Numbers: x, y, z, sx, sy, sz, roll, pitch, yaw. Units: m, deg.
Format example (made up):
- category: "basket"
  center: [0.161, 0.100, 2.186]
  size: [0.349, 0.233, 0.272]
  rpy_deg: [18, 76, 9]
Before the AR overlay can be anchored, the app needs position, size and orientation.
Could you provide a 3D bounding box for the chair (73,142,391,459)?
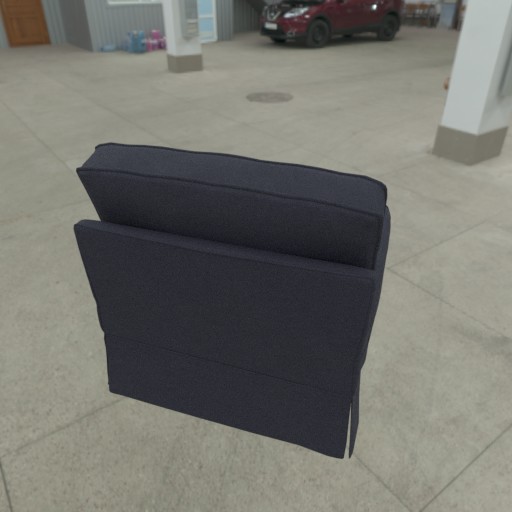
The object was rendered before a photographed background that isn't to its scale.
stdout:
- category: "chair"
  center: [0.000, 0.000, 1.973]
  size: [1.119, 1.140, 1.002]
  rpy_deg: [10, 34, 16]
